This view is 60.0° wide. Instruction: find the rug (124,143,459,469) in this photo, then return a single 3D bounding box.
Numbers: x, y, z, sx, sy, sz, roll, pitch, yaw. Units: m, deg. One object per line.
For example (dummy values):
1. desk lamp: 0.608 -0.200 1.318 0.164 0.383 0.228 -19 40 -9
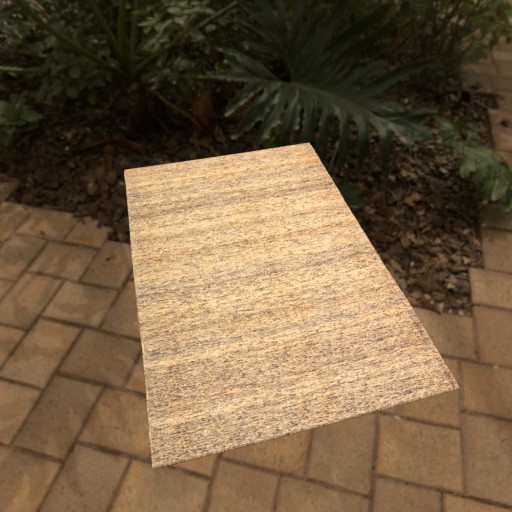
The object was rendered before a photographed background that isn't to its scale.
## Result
1. rug: 0.000 0.000 2.294 1.243 0.014 1.846 -11 48 -10
